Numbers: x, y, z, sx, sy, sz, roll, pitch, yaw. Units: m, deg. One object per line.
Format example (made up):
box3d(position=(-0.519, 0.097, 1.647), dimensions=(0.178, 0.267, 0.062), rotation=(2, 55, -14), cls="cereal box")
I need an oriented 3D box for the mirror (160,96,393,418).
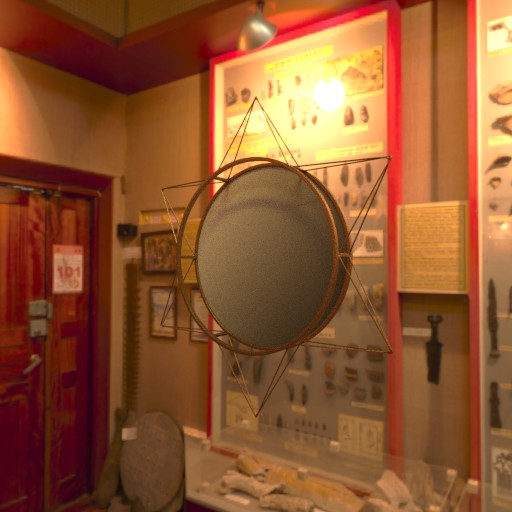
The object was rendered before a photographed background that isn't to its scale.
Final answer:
box3d(position=(0.000, 0.000, 0.802), dimensions=(0.498, 0.581, 0.062), rotation=(-1, -1, 35), cls="mirror")
